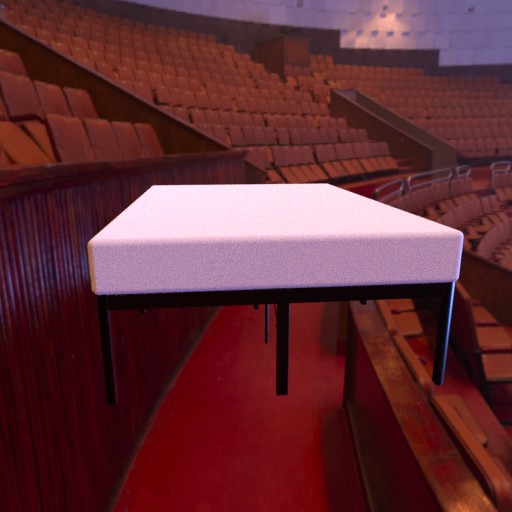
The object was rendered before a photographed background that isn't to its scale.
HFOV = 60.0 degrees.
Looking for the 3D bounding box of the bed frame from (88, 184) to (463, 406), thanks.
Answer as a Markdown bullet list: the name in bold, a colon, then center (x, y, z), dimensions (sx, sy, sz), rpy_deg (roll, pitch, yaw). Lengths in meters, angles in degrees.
- **bed frame**: center (0.000, 0.000, 2.634), dimensions (1.408, 0.659, 1.956), rpy_deg (-2, 15, -6)
